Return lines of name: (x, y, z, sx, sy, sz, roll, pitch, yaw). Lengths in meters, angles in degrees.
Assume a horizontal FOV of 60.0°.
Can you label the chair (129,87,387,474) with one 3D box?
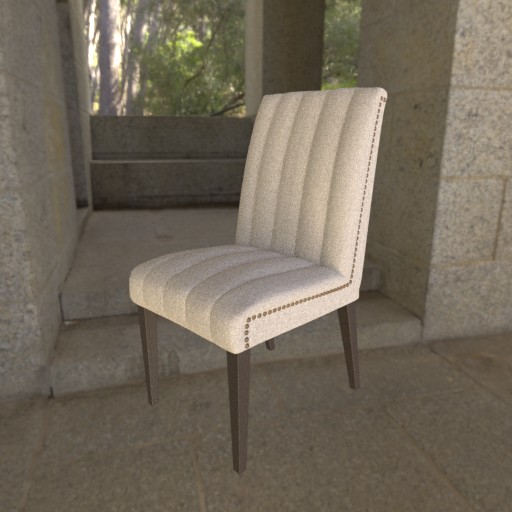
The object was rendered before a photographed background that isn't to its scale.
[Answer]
chair: (0.000, 0.000, 1.394, 0.647, 1.016, 0.511, -15, 21, -42)
